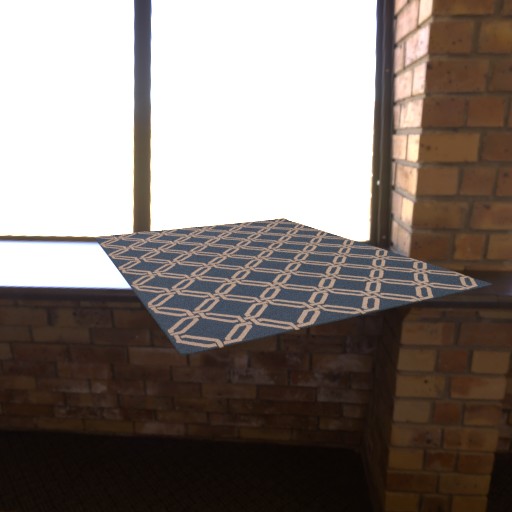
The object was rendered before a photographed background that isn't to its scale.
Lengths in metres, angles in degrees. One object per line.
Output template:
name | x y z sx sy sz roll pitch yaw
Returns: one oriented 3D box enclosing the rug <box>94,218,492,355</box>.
rug | 0.000 0.000 3.825 2.277 0.020 2.867 -8 17 -26
